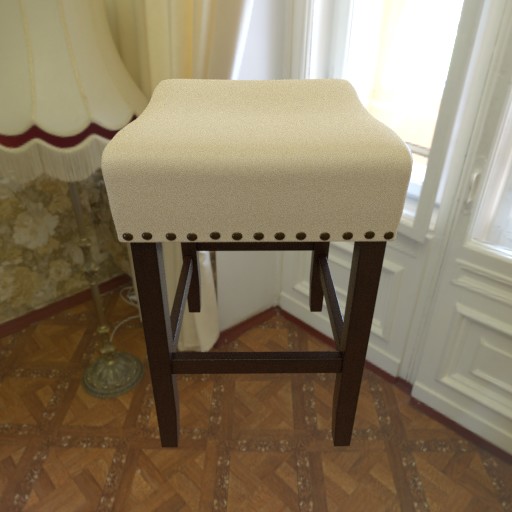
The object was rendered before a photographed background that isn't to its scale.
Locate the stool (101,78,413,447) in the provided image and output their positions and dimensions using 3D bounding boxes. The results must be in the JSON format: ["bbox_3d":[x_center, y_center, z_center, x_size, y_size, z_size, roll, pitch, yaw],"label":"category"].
[{"bbox_3d":[0.000,0.000,0.903,0.401,0.609,0.471,0,32,0],"label":"stool"}]
